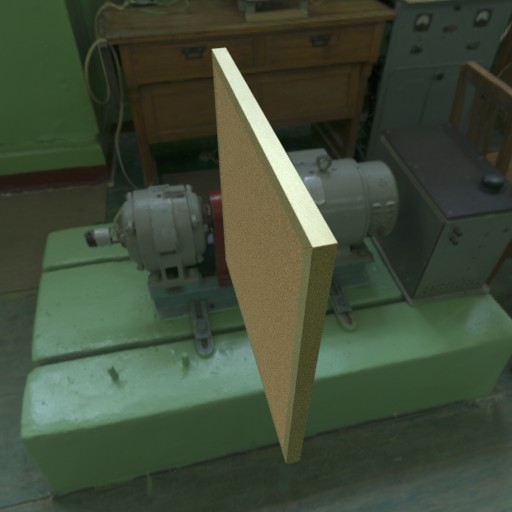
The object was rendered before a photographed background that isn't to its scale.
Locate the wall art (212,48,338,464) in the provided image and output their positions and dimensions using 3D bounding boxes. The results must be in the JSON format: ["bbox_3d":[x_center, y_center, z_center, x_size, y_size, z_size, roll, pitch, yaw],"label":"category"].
[{"bbox_3d":[0.000,0.000,1.135,0.037,0.763,0.763,-10,45,-10],"label":"wall art"}]
